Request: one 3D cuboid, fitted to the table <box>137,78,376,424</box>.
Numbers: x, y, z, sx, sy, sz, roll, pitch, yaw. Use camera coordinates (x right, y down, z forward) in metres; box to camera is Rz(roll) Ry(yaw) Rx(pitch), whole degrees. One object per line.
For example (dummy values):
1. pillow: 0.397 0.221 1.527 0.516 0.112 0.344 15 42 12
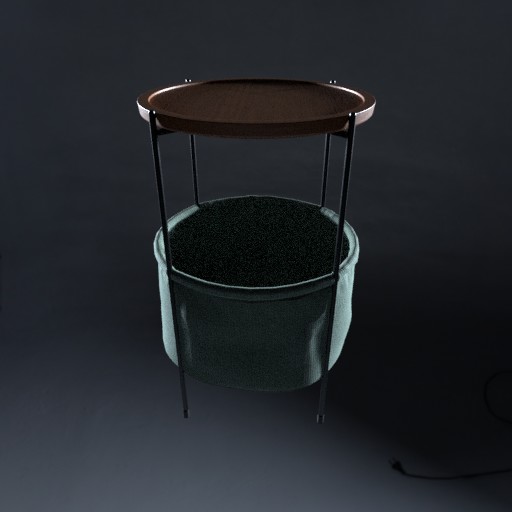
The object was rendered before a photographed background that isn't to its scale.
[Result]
1. table: 0.000 0.000 0.889 0.400 0.623 0.400 1 30 3
